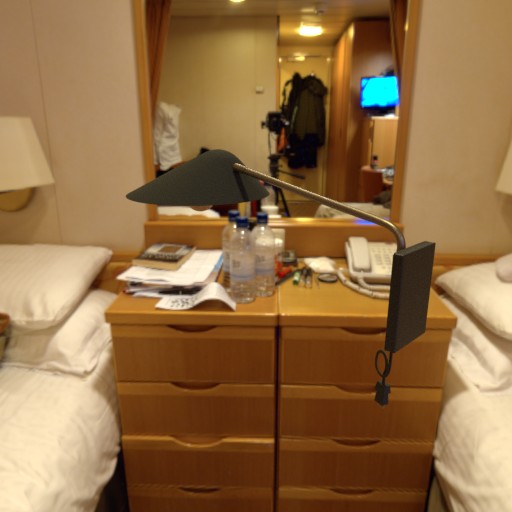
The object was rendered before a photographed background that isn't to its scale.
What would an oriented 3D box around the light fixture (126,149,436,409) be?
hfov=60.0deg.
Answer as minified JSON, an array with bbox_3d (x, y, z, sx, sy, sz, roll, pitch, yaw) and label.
[{"bbox_3d":[0.000,0.000,0.680,0.240,0.312,0.516,-16,23,-42],"label":"light fixture"}]
